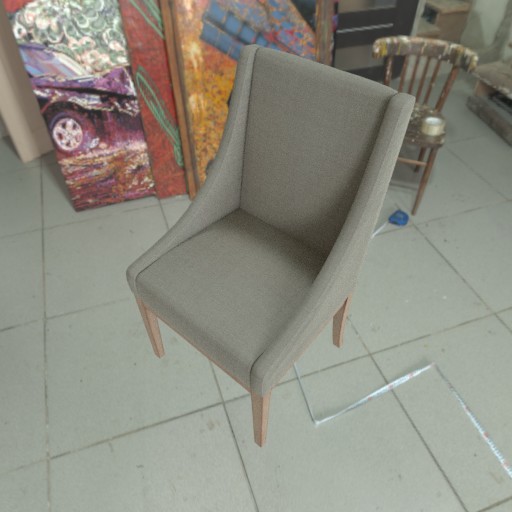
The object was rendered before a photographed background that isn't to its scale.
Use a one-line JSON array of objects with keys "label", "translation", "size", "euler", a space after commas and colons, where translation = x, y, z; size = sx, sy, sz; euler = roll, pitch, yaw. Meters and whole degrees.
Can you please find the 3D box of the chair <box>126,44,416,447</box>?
[{"label": "chair", "translation": [0.000, 0.000, 1.398], "size": [0.575, 1.021, 0.611], "euler": [32, 53, 28]}]
